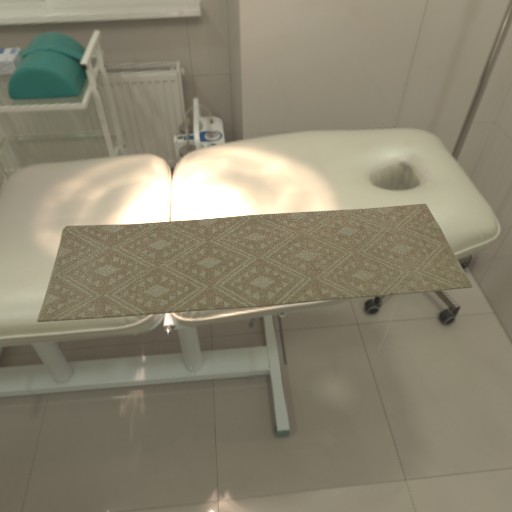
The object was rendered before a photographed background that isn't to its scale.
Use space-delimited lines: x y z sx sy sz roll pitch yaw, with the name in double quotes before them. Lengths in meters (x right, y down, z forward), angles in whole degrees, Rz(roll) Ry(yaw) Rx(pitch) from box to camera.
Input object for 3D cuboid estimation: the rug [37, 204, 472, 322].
"rug" 0.000 0.000 2.734 2.452 0.051 0.752 -4 47 -4
